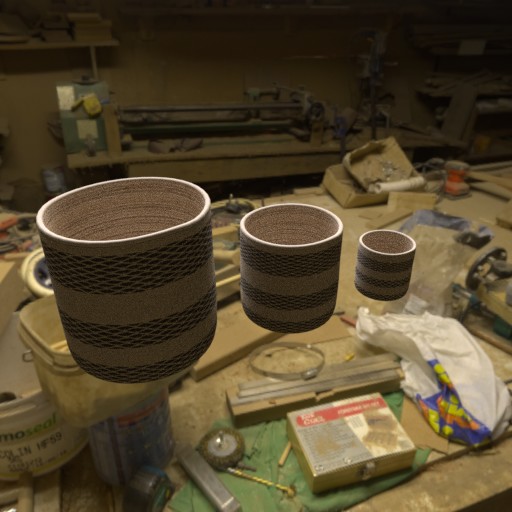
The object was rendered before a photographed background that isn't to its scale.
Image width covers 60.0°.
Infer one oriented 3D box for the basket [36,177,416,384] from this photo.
[{"bbox_3d":[0.000,0.000,1.085,0.917,0.356,0.351,-10,30,-17],"label":"basket"}]
